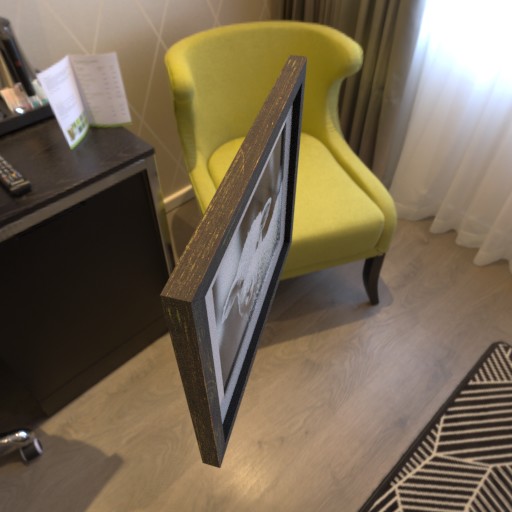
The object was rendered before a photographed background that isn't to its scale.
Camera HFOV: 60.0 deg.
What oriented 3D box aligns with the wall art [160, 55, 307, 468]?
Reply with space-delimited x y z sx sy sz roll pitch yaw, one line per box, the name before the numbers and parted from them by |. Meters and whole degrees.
wall art | 0.000 0.000 0.763 0.032 0.457 0.558 11 48 11
